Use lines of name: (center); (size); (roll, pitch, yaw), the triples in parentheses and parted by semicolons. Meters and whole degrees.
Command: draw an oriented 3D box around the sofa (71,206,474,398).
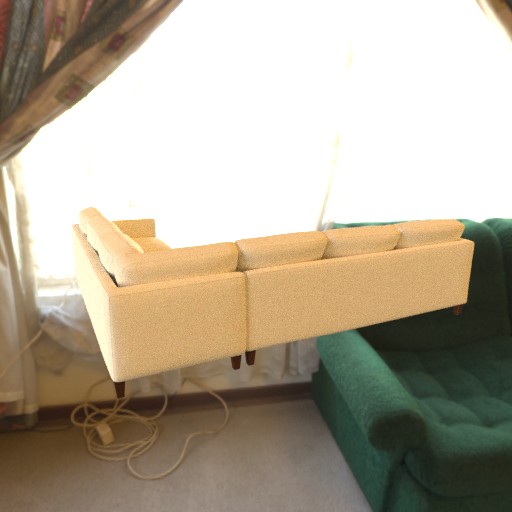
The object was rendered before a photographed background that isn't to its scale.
sofa: (0.000, 0.000, 4.517); (3.302, 0.947, 2.593); (-7, 16, -25)
